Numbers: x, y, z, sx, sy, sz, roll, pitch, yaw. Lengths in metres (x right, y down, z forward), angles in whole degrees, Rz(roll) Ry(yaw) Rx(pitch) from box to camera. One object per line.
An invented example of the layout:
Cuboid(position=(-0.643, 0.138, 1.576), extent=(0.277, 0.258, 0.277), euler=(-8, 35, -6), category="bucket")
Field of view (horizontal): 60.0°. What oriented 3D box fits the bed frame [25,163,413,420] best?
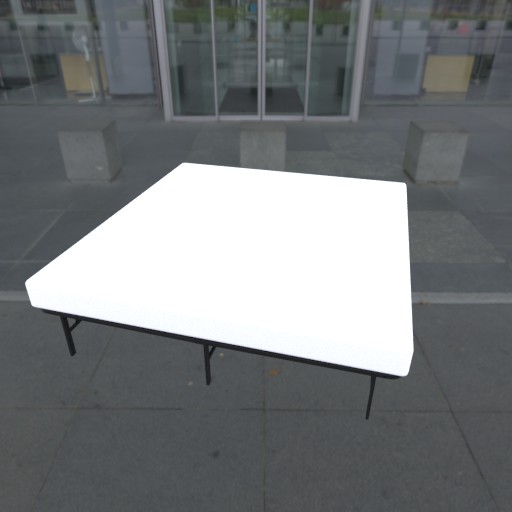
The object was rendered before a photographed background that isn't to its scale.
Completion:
Cuboid(position=(0.000, 0.000, 3.035), extent=(1.935, 0.525, 2.033), euler=(8, 31, 13), category="bed frame")
